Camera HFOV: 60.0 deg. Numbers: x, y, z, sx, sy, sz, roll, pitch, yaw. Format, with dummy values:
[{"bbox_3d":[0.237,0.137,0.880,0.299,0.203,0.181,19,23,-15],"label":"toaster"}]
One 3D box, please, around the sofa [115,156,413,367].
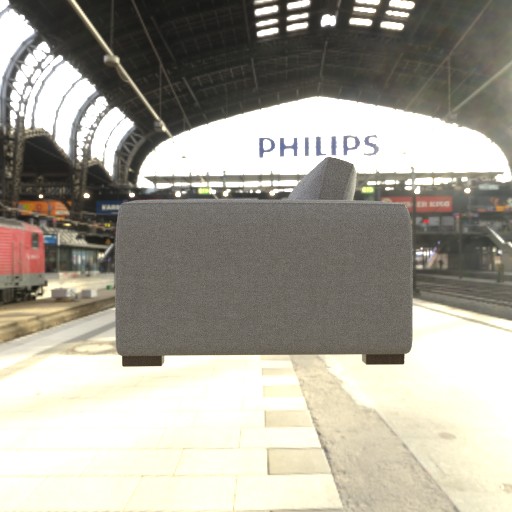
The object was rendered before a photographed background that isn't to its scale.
[{"bbox_3d":[0.000,0.000,2.484,1.069,0.800,1.920,0,-1,-2],"label":"sofa"}]
